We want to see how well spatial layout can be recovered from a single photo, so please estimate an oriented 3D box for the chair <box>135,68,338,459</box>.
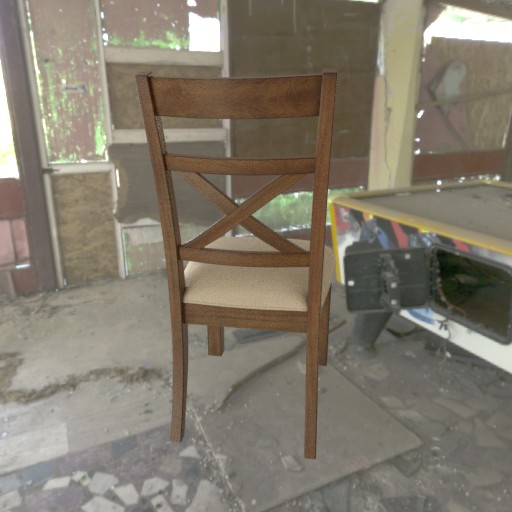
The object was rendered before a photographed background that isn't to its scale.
[{"bbox_3d":[0.000,0.000,1.275,0.461,0.949,0.581,3,18,9],"label":"chair"}]
